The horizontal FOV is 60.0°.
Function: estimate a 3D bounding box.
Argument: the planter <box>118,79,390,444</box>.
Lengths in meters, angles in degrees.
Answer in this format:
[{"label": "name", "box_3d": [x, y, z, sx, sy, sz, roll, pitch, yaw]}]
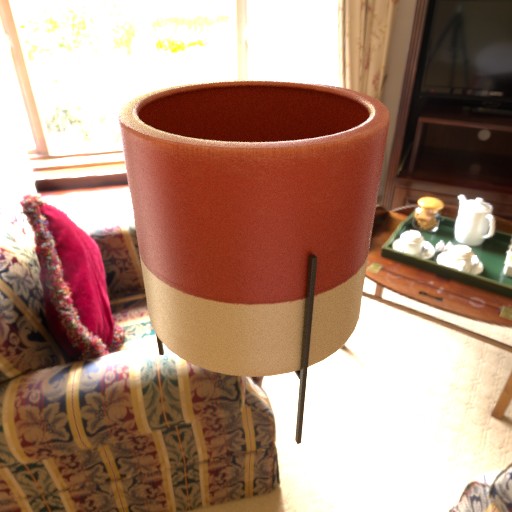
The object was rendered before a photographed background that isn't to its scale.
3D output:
[{"label": "planter", "box_3d": [0.000, 0.000, 0.698, 0.345, 0.465, 0.354, 22, 39, 31]}]
